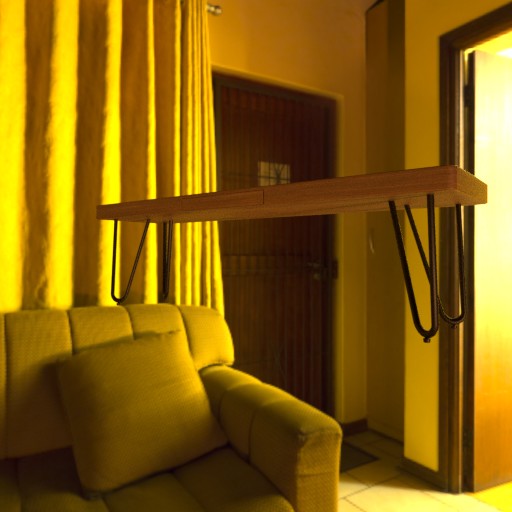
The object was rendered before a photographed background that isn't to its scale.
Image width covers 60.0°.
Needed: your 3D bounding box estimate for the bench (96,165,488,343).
[{"bbox_3d":[0.000,0.000,1.739,1.570,0.462,0.425,0,0,38],"label":"bench"}]
